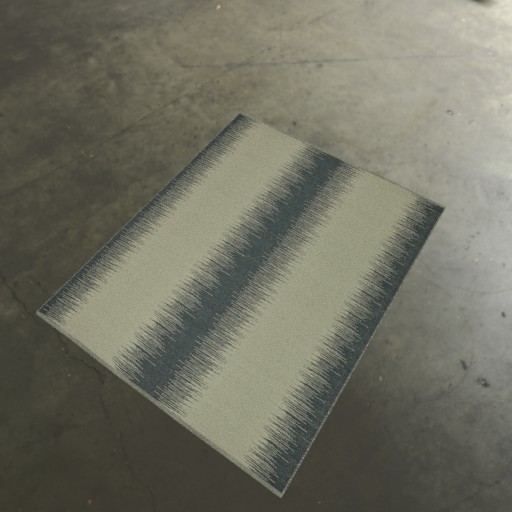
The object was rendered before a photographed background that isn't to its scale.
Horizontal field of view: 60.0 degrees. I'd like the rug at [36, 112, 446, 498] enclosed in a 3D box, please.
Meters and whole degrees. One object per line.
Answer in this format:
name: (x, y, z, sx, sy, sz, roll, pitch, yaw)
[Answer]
rug: (0.000, 0.000, 4.033, 2.453, 0.004, 3.037, 30, 63, 17)
